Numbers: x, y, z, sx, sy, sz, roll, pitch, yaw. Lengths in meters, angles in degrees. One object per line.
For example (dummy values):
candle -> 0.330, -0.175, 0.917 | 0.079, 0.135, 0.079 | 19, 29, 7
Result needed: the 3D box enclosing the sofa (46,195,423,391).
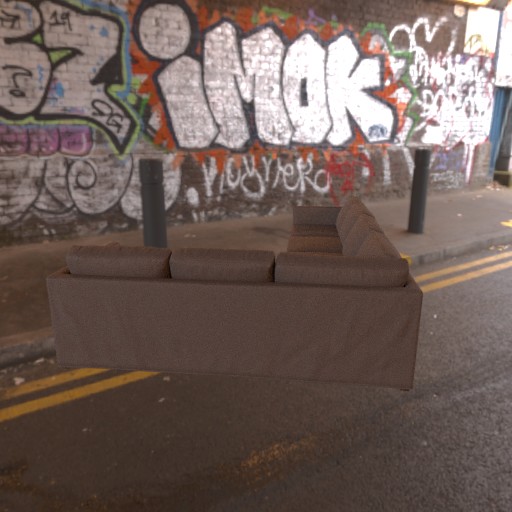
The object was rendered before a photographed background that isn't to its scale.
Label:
sofa -> 0.000, 0.000, 4.356 | 2.432, 0.871, 3.182 | 2, 16, 7
